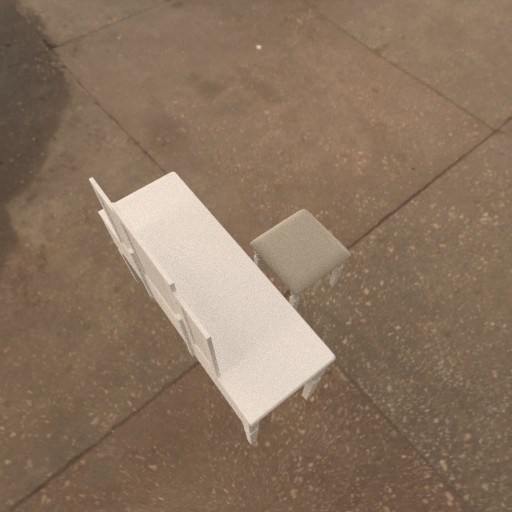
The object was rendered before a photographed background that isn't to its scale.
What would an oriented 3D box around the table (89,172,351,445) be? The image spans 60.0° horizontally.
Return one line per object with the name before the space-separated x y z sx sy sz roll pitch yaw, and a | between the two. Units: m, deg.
table | 0.000 0.000 2.353 1.115 1.310 1.369 -33 65 -18
